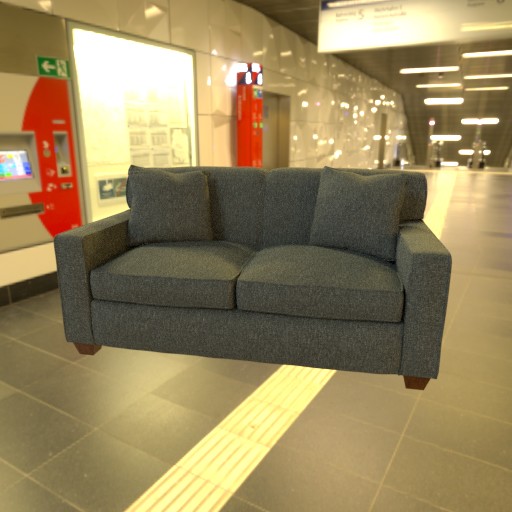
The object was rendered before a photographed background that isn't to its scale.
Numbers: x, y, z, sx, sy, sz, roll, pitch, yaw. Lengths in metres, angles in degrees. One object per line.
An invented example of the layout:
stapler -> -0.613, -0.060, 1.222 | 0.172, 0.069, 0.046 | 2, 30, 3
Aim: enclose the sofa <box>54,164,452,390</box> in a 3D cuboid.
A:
sofa -> 0.000, 0.000, 2.451 | 1.846, 0.958, 0.998 | 3, 16, 11
